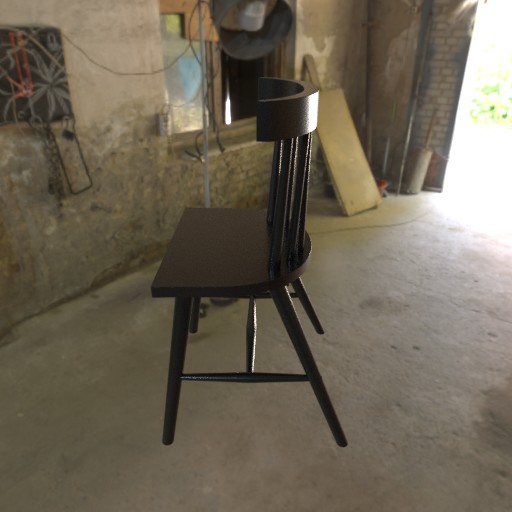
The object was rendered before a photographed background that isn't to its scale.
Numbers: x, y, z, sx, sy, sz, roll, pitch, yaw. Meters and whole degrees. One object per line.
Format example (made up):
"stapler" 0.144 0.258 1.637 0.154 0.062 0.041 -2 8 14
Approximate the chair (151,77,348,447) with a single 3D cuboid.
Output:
"chair" 0.000 0.000 1.176 0.483 0.844 0.506 0 27 1
